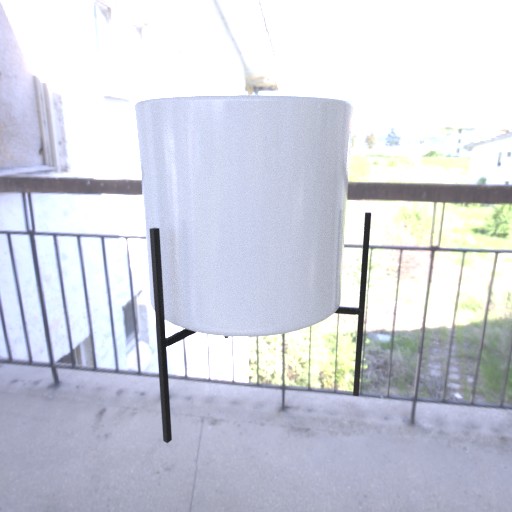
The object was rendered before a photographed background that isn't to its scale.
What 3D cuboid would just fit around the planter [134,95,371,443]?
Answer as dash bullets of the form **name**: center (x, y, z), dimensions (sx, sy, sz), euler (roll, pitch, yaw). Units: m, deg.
- **planter**: center (0.000, 0.000, 0.736), dimensions (0.361, 0.480, 0.360), euler (3, 16, 10)
